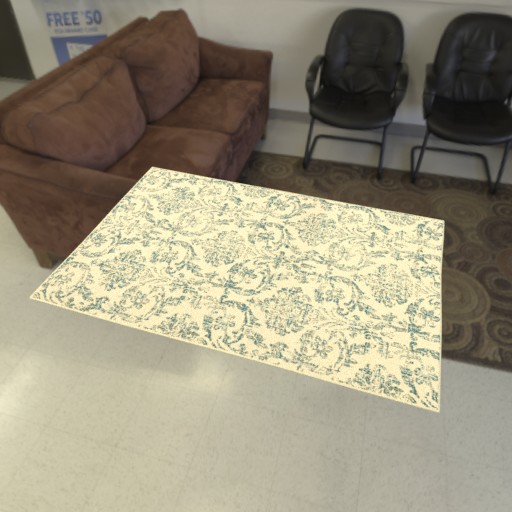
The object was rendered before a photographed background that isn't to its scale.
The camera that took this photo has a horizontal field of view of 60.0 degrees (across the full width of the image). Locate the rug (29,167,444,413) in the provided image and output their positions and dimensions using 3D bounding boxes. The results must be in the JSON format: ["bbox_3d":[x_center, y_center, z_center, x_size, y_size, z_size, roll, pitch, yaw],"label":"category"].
[{"bbox_3d":[0.000,0.000,3.415,2.746,0.018,1.819,13,44,13],"label":"rug"}]
